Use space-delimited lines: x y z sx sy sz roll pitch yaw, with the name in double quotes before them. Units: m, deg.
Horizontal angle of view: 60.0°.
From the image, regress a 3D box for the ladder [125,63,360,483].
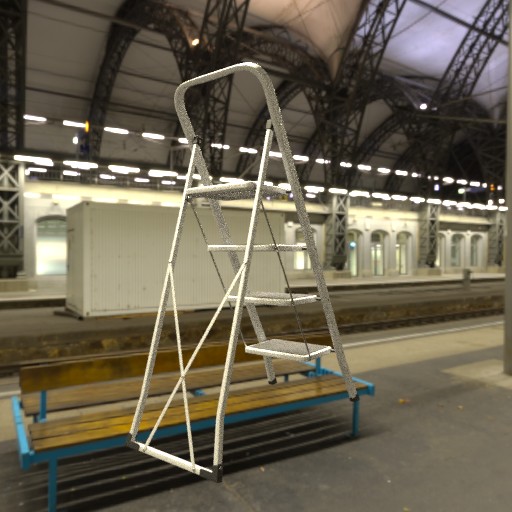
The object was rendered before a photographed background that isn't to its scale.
"ladder" 0.000 0.000 1.712 0.460 1.265 0.914 0 0 36
